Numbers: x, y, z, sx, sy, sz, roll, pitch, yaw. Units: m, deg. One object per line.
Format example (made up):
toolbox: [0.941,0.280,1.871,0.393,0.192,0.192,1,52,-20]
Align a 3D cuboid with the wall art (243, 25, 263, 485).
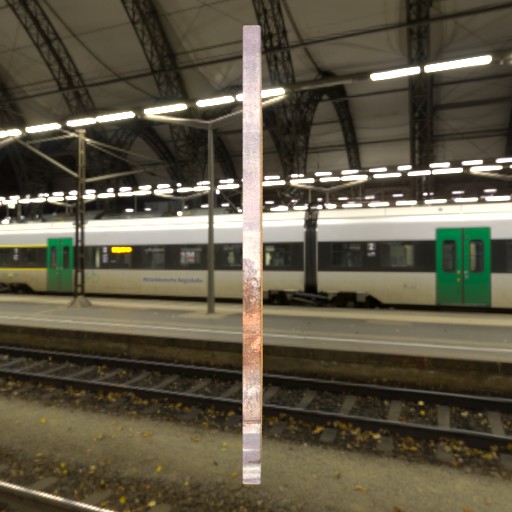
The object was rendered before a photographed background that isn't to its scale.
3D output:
wall art: [0.000,0.000,1.307,0.035,0.897,0.888,0,0,1]
